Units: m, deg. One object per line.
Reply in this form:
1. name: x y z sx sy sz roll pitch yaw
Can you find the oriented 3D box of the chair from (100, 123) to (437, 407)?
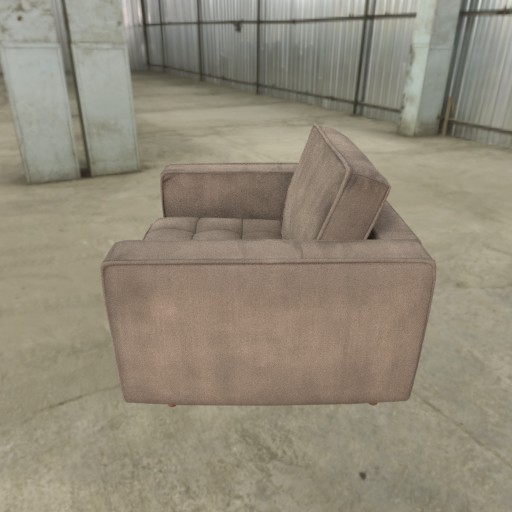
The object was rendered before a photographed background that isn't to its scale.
1. chair: 0.000 0.000 1.492 0.843 0.773 0.928 0 26 -1
